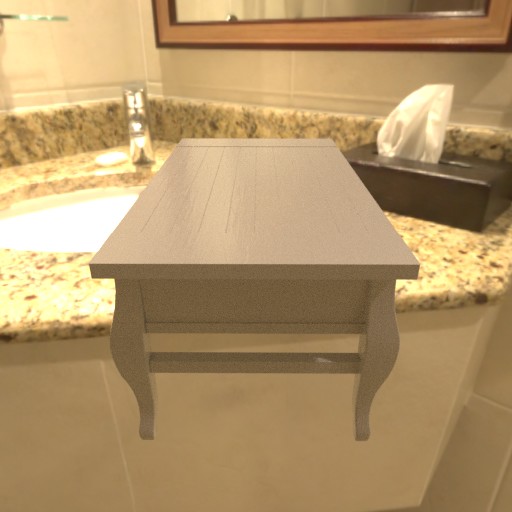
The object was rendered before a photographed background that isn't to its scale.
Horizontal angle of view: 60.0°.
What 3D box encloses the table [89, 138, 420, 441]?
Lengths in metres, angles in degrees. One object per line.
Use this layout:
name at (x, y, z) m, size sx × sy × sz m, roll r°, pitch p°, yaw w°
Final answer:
table at (0.000, 0.000, 1.363) m, size 0.600 × 0.495 × 1.062 m, roll 0°, pitch 26°, yaw 0°
